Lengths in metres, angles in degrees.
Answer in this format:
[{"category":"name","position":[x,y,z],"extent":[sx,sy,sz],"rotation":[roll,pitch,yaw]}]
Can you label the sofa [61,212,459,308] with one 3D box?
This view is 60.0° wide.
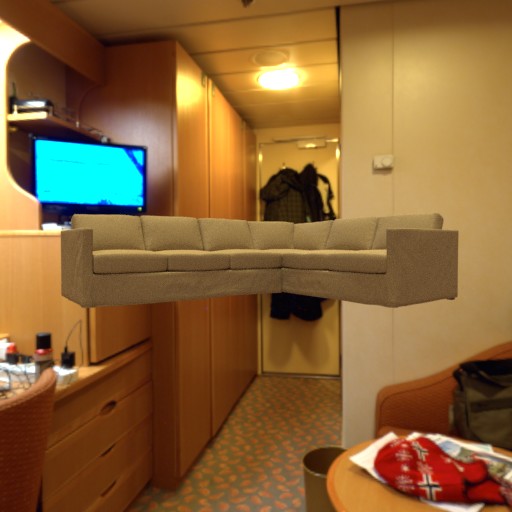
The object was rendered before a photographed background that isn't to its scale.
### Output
[{"category":"sofa","position":[0.000,0.000,4.422],"extent":[3.182,0.871,2.432],"rotation":[-1,1,-35]}]
